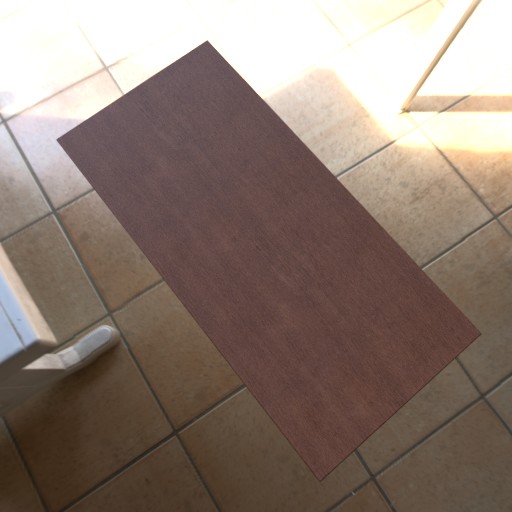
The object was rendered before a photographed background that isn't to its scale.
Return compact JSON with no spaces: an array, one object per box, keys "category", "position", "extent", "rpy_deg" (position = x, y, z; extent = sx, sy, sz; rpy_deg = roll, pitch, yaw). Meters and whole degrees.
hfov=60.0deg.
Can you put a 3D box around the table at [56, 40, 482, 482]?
[{"category":"table","position":[0.000,0.000,1.278],"extent":[0.483,0.457,1.016],"rpy_deg":[-38,78,-10]}]
